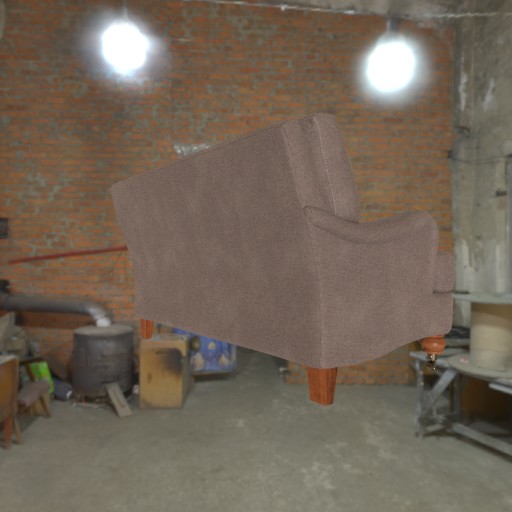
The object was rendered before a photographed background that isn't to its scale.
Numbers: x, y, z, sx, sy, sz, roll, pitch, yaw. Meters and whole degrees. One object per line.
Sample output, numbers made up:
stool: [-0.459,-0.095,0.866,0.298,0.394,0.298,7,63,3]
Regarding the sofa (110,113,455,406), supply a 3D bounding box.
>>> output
sofa: [0.000,0.000,2.511,1.084,1.101,1.853,0,0,-37]
